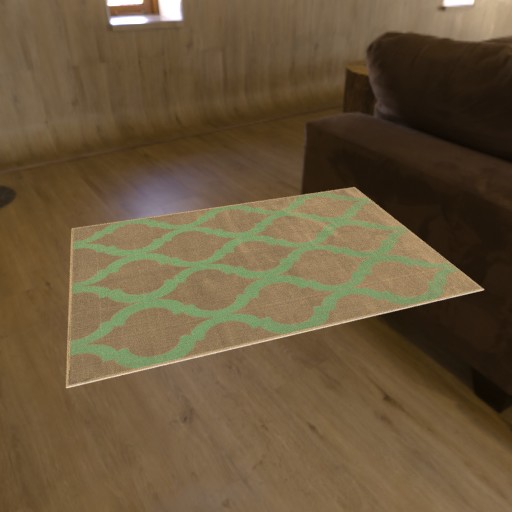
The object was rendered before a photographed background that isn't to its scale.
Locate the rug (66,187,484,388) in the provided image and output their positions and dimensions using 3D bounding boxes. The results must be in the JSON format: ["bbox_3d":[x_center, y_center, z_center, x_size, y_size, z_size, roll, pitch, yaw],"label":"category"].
[{"bbox_3d":[0.000,0.000,2.879,2.286,0.006,1.524,-10,34,-15],"label":"rug"}]
